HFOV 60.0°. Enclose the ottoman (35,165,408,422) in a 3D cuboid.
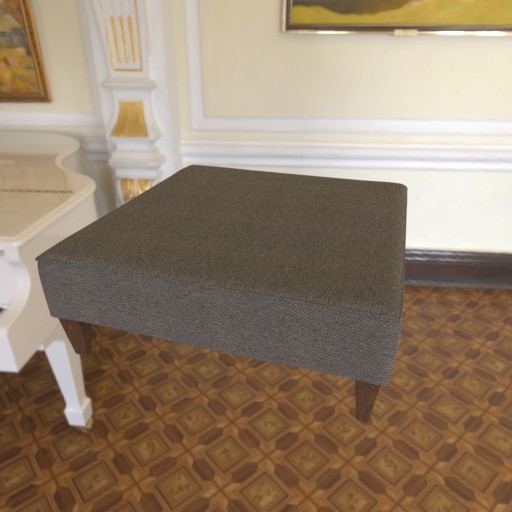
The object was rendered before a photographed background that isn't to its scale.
[{"bbox_3d":[0.000,0.000,1.548,0.970,0.378,0.981,8,28,16],"label":"ottoman"}]
